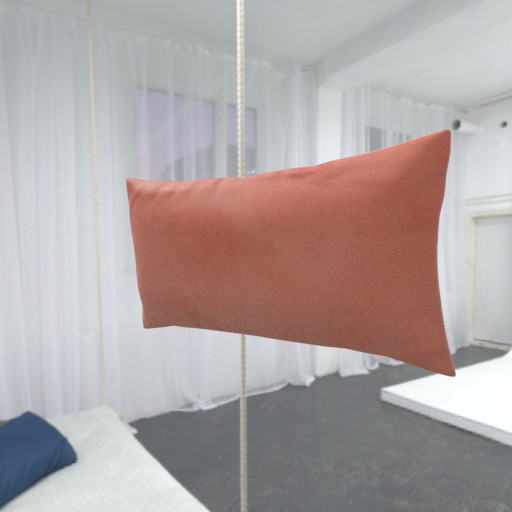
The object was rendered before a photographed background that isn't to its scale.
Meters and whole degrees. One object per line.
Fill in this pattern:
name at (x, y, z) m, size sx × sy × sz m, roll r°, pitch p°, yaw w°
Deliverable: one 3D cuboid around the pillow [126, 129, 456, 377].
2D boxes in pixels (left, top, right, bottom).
pillow at (0.000, 0.000, 0.727) m, size 0.608 × 0.307 × 0.155 m, roll 1°, pitch 1°, yaw 36°
